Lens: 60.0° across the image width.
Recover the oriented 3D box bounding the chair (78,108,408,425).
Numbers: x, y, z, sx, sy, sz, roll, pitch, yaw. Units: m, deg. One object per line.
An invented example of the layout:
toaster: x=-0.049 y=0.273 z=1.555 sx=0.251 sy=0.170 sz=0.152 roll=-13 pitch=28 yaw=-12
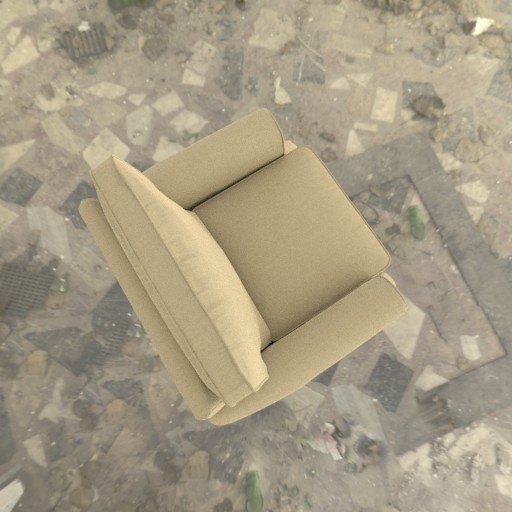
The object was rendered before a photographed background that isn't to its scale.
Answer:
chair: x=0.000 y=0.000 z=1.792 sx=0.966 sy=0.967 sz=1.029 roll=-32 pitch=78 yaw=-7
